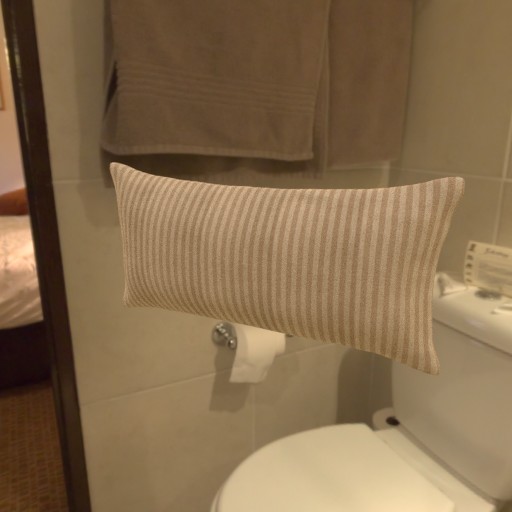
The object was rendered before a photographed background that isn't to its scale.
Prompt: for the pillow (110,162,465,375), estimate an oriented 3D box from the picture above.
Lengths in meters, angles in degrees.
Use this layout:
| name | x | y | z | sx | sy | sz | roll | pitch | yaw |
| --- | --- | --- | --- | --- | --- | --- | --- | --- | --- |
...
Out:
| name | x | y | z | sx | sy | sz | roll | pitch | yaw |
| --- | --- | --- | --- | --- | --- | --- | --- | --- | --- |
| pillow | 0.000 | 0.000 | 0.755 | 0.617 | 0.295 | 0.151 | 8 | 17 | 25 |
